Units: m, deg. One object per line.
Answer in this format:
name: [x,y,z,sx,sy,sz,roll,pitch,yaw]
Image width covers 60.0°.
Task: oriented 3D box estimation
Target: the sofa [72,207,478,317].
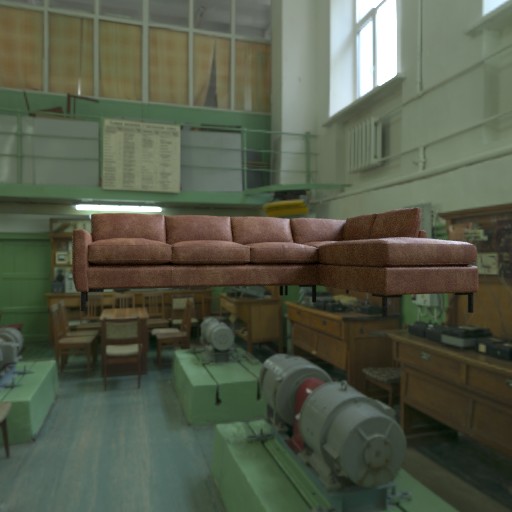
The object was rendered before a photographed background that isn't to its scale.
sofa: [0.000,0.000,3.841,2.984,0.877,1.938,0,0,-18]
